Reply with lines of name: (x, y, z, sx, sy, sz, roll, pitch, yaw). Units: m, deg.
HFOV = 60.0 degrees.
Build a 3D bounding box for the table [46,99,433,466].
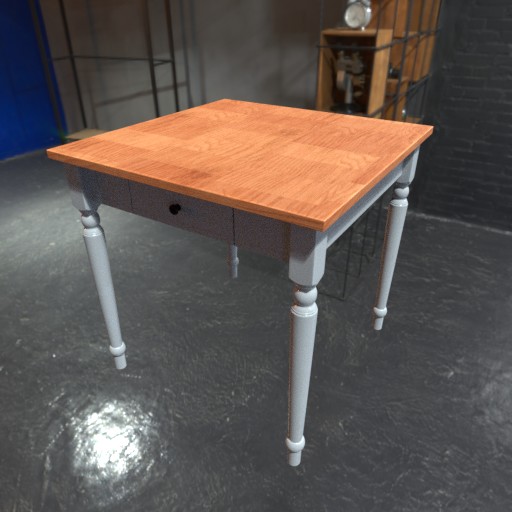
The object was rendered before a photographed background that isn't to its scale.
table: (0.000, 0.000, 1.373, 0.747, 0.738, 0.747, 18, 35, 28)
